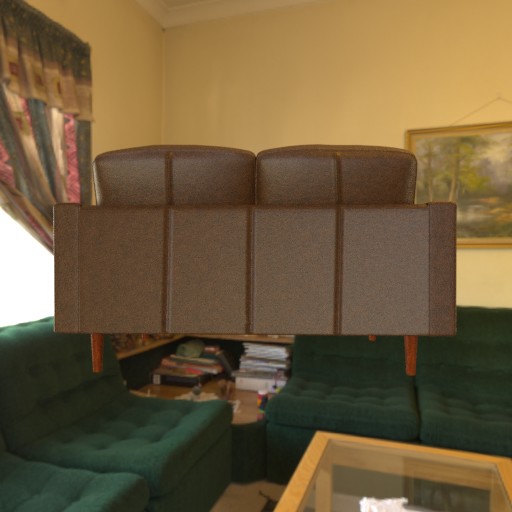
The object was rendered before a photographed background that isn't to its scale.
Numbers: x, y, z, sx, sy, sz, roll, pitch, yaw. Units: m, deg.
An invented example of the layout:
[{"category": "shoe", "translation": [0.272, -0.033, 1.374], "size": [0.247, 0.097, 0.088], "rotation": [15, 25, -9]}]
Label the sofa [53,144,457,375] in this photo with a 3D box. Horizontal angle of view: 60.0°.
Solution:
[{"category": "sofa", "translation": [0.000, 0.000, 2.180], "size": [1.578, 0.951, 0.909], "rotation": [0, 1, 2]}]
